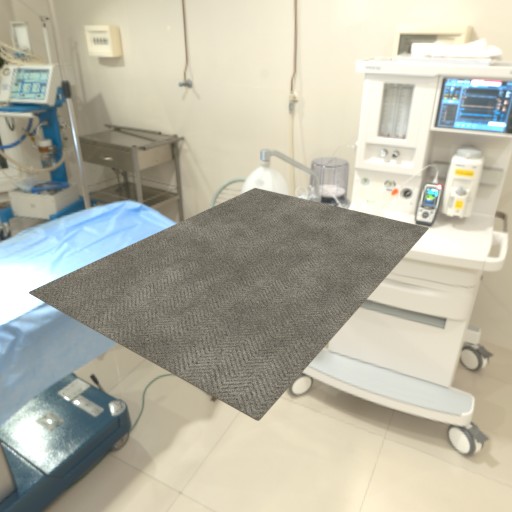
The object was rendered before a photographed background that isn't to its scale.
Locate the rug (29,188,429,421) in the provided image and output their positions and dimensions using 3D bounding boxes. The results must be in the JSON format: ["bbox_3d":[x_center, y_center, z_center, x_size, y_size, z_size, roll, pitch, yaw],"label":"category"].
[{"bbox_3d":[0.000,0.000,2.922,1.600,0.008,2.235,18,32,31],"label":"rug"}]
